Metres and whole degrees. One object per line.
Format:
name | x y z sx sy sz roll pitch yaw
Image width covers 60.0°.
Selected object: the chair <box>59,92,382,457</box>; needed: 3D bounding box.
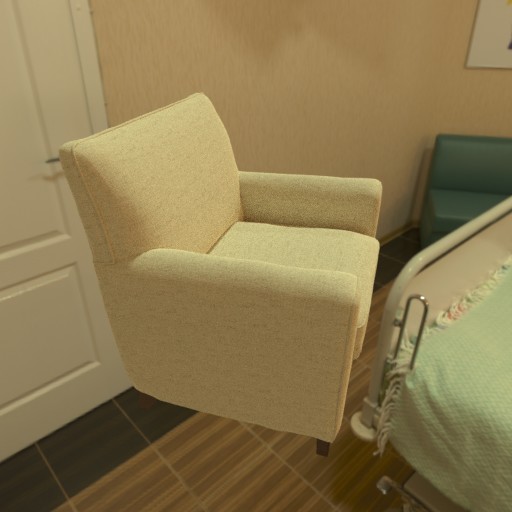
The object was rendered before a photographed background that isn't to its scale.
chair | 0.000 0.000 1.563 0.823 0.943 0.870 9 31 15
